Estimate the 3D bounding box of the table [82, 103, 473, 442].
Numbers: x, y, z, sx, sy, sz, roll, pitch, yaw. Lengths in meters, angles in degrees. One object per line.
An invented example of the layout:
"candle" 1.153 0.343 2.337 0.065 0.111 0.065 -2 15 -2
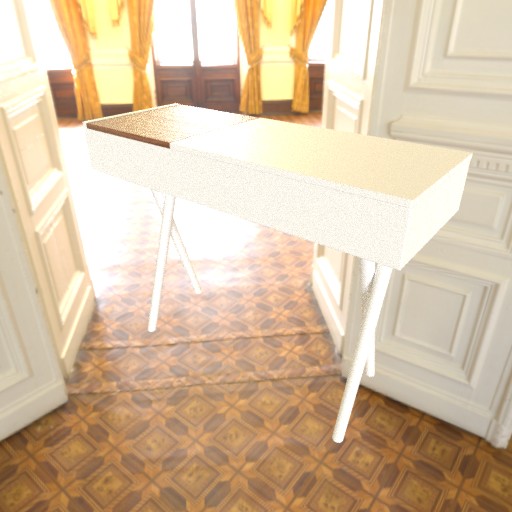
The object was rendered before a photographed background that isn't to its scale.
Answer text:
"table" 0.000 0.000 1.444 1.066 0.785 0.418 21 35 33
